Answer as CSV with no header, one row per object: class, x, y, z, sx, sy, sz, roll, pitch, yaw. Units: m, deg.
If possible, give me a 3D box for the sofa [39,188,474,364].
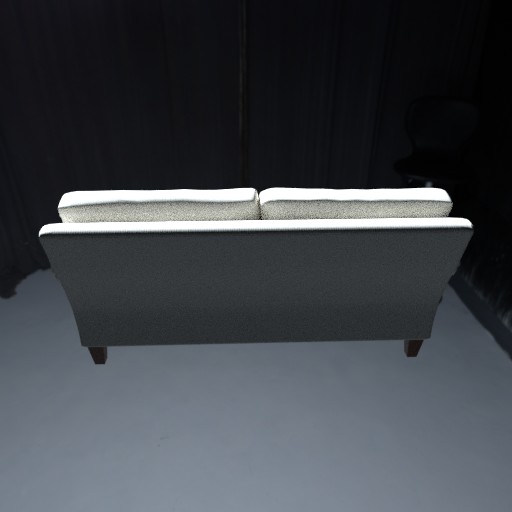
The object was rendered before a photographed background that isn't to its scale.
sofa,0.000,0.000,2.787,2.159,1.087,1.086,-1,30,-2
